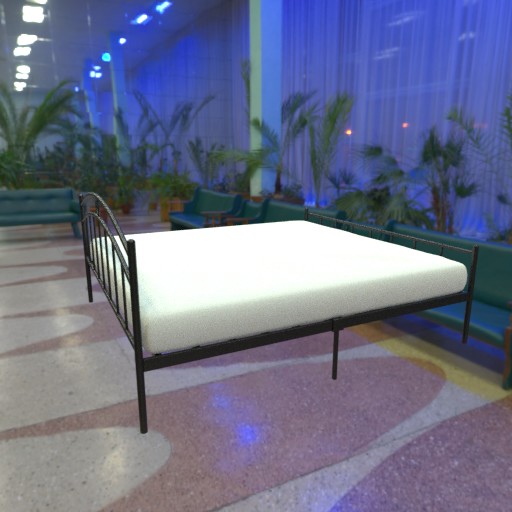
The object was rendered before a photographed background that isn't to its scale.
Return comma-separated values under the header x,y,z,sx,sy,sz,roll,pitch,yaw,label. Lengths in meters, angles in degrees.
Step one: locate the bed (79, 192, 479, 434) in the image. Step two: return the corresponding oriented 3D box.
x,y,z,sx,sy,sz,roll,pitch,yaw,label
0.000,0.000,3.045,2.040,0.940,1.880,-7,15,-26,bed
